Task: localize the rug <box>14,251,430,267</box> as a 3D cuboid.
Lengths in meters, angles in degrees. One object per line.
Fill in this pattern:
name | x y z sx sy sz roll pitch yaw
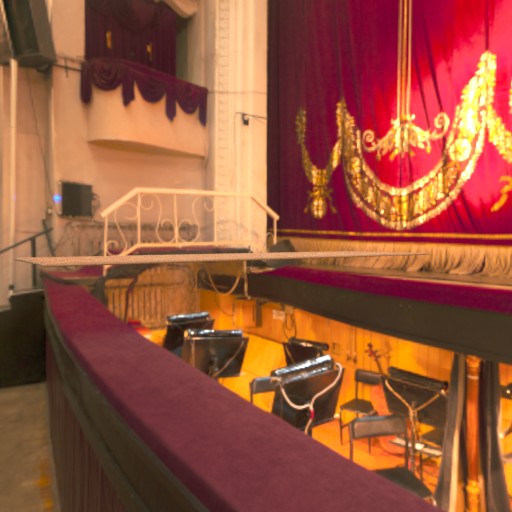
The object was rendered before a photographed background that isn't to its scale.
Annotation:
rug | 0.000 0.000 2.362 2.196 0.011 0.662 -1 2 -36
